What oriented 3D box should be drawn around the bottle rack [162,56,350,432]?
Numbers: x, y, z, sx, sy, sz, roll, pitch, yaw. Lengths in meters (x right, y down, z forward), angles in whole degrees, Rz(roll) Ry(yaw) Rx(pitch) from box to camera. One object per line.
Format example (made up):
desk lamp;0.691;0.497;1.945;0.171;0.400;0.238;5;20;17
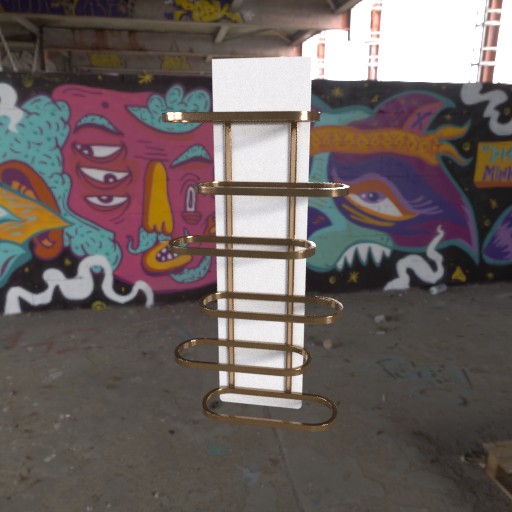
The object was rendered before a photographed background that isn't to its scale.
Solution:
bottle rack;0.000;0.000;0.835;0.332;0.709;0.118;3;15;9
